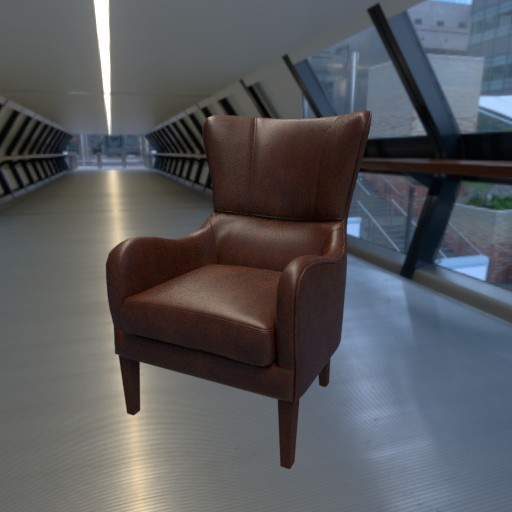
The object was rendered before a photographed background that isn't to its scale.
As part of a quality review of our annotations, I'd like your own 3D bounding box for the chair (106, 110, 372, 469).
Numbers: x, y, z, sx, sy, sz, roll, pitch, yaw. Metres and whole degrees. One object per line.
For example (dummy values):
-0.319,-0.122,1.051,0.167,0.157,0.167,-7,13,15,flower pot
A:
0.000,0.000,1.646,0.692,1.048,0.914,7,16,26,chair
